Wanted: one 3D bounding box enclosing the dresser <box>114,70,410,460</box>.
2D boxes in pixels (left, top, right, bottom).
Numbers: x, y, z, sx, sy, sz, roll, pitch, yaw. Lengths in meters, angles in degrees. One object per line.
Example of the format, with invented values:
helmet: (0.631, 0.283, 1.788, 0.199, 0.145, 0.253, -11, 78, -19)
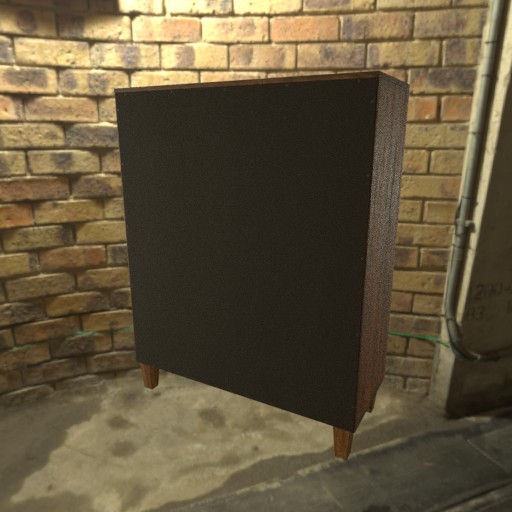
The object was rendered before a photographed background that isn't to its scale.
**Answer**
dresser: (0.000, 0.000, 1.894, 1.067, 1.359, 0.438, 9, 18, 28)
